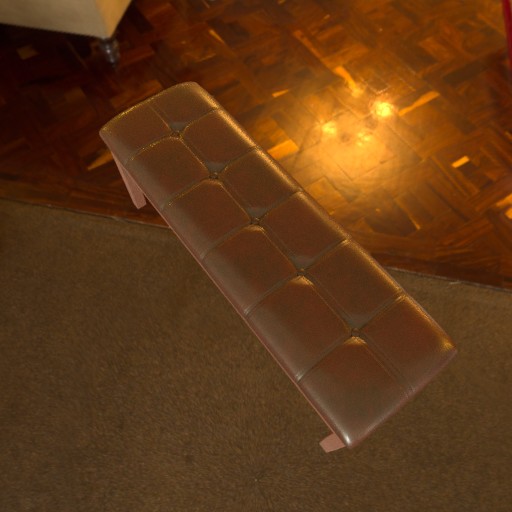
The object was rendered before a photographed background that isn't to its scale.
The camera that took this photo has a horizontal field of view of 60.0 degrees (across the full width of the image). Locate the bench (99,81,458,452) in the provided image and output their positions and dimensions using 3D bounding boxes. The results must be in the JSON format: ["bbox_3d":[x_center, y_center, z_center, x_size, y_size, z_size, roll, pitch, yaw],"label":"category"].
[{"bbox_3d":[0.000,0.000,1.500,0.401,0.491,1.259,-35,68,-16],"label":"bench"}]
